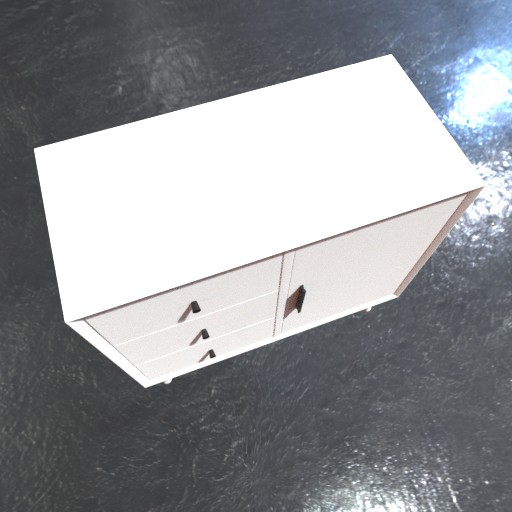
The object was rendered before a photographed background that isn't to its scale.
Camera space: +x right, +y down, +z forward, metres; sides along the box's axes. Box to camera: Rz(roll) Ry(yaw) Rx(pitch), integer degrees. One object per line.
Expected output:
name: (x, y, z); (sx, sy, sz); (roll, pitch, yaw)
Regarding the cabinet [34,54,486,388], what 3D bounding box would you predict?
cabinet: (0.000, 0.000, 1.203); (0.800, 0.761, 0.398); (-18, 65, -9)
